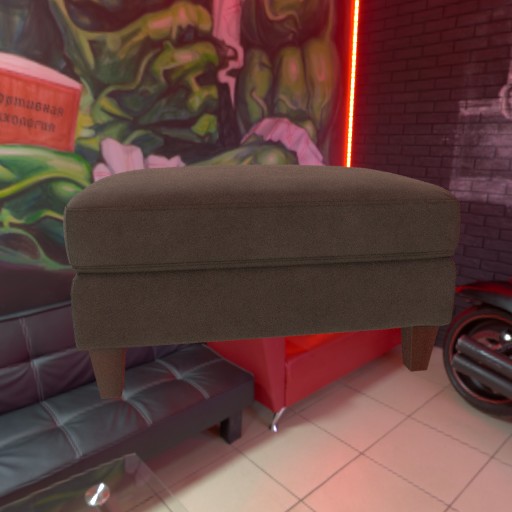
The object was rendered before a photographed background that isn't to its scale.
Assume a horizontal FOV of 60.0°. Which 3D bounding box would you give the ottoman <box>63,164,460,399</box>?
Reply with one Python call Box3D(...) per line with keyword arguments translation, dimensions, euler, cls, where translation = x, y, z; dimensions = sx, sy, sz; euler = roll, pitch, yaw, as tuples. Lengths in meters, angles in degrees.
Box3D(translation=(0.000, 0.000, 1.211), dimensions=(0.864, 0.483, 0.584), euler=(-2, 15, -9), cls="ottoman")
